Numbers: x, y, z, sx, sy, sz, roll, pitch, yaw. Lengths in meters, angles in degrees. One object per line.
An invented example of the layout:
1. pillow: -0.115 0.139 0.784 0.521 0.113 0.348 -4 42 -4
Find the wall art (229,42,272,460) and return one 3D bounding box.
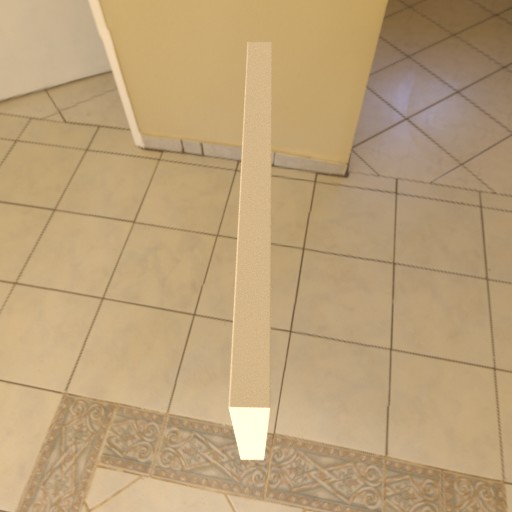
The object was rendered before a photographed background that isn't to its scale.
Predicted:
1. wall art: 0.000 0.000 0.780 0.042 0.414 0.608 1 59 1
